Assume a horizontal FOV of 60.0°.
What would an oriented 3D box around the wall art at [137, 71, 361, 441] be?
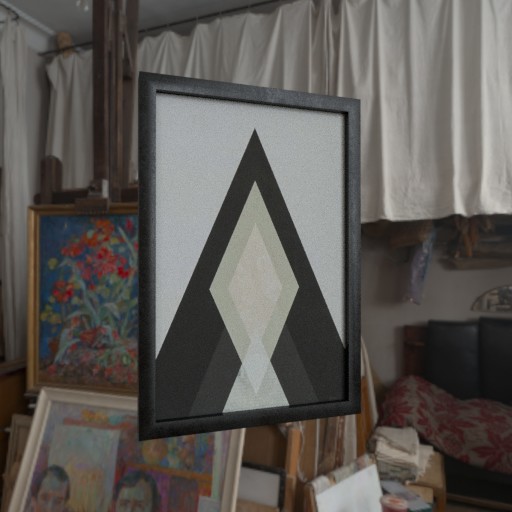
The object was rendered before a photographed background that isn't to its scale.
[{"bbox_3d":[0.000,0.000,0.609,0.313,0.457,0.031,0,0,-18],"label":"wall art"}]
